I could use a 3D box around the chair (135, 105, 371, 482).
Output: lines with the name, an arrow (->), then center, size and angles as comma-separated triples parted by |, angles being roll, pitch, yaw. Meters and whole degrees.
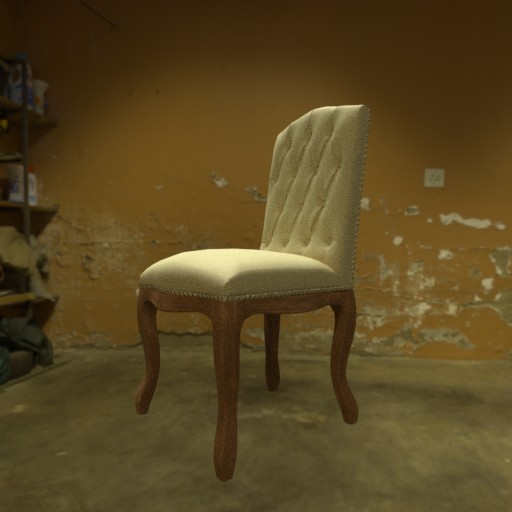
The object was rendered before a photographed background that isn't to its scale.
chair -> 0.000, 0.000, 1.582 | 0.715, 1.165, 0.623 | 0, 0, -36
